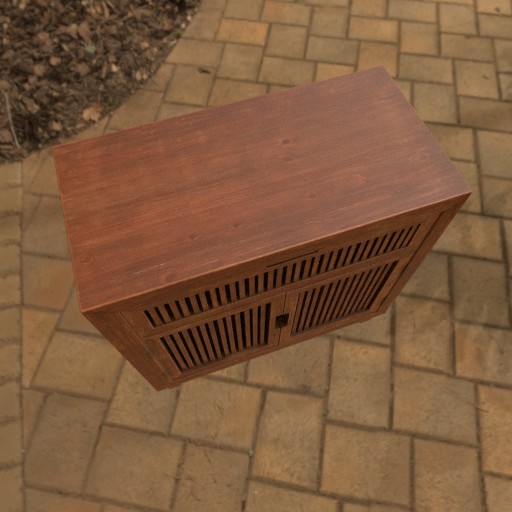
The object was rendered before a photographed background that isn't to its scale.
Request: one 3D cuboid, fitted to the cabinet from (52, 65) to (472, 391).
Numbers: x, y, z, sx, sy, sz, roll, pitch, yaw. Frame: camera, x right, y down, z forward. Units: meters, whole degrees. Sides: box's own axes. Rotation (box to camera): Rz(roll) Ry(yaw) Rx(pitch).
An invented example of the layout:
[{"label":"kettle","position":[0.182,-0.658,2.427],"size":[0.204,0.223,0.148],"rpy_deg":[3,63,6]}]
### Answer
[{"label":"cabinet","position":[0.000,0.000,1.276],"size":[0.796,0.785,0.412],"rpy_deg":[-17,63,-9]}]
